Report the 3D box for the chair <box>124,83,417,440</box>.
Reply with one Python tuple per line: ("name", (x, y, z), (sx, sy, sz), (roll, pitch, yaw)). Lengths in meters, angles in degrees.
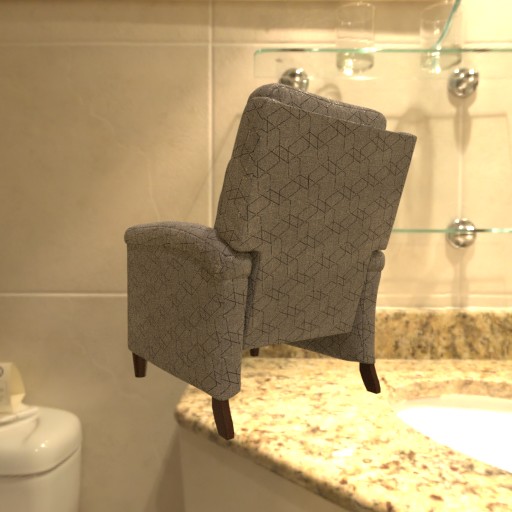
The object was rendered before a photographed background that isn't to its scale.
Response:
("chair", (0.000, 0.000, 1.744), (0.753, 1.048, 0.987), (-1, 2, -36))
